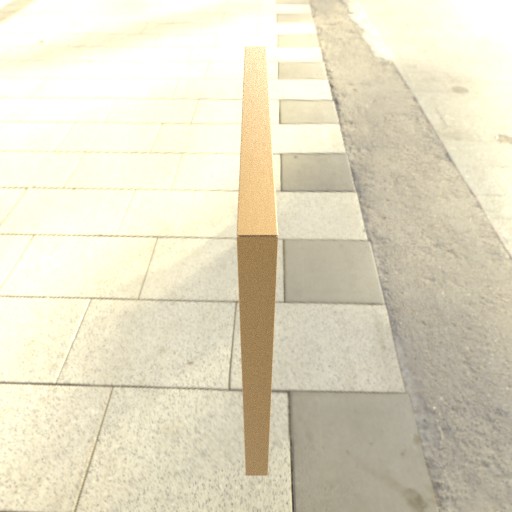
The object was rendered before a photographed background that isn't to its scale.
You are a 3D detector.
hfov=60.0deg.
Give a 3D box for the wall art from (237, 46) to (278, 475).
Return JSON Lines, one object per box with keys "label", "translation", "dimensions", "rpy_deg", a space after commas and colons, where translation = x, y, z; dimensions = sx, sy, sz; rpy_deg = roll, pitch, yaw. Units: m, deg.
{"label": "wall art", "translation": [0.000, 0.000, 0.742], "dimensions": [0.036, 0.509, 0.509], "rpy_deg": [0, 42, 0]}
